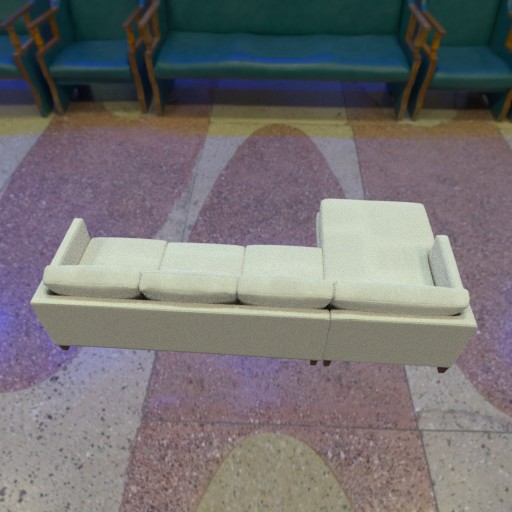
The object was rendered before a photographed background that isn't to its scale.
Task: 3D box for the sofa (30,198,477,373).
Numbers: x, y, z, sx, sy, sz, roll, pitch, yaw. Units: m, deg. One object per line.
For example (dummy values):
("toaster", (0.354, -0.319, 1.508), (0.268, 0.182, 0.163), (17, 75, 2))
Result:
("sofa", (0.000, 0.000, 3.844), (3.186, 0.861, 1.625), (3, 47, 3))
